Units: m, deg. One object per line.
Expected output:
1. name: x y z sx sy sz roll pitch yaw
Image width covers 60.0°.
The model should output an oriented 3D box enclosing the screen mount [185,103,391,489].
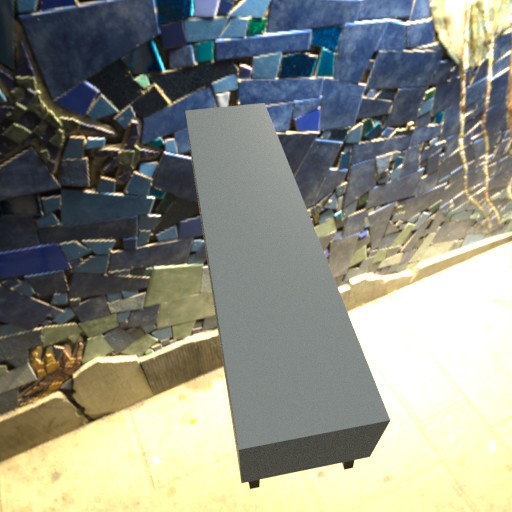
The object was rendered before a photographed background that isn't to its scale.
1. screen mount: 0.000 0.000 1.825 0.399 0.432 1.644 -8 48 -7
